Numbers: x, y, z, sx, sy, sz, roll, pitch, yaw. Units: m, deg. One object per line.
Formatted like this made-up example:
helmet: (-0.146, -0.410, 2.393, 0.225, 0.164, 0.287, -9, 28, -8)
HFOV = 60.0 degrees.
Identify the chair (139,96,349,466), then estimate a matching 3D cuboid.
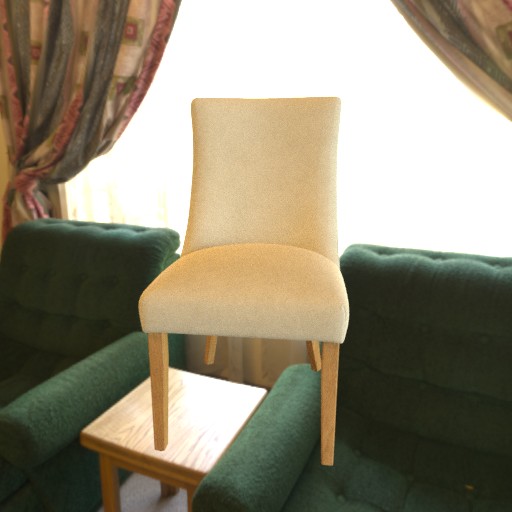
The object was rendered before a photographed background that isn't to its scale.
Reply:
chair: (0.000, 0.000, 1.269, 0.495, 0.902, 0.610, 2, 15, 7)
